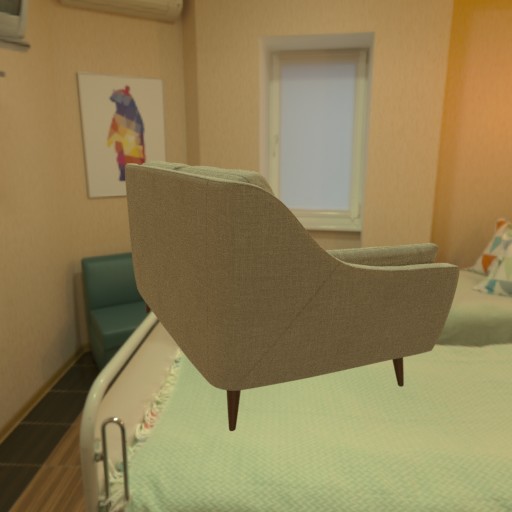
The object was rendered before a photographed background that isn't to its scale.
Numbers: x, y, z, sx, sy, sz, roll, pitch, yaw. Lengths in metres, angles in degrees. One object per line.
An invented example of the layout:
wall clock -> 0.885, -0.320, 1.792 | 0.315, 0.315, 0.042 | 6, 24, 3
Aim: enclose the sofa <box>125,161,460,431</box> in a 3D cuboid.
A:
sofa -> 0.000, 0.000, 2.169 | 0.965, 0.888, 1.652 | -7, 15, -26
